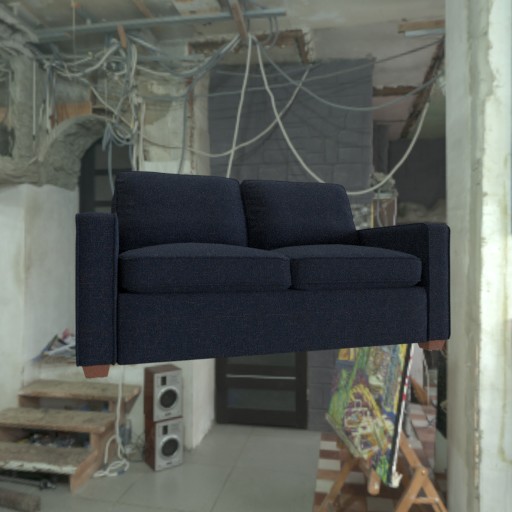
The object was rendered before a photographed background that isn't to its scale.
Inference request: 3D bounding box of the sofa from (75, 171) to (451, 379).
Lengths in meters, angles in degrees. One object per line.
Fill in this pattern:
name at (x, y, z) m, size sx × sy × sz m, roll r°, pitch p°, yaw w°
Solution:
sofa at (0.000, 0.000, 2.295) m, size 1.709 × 0.918 × 0.947 m, roll 0°, pitch 0°, yaw -19°
